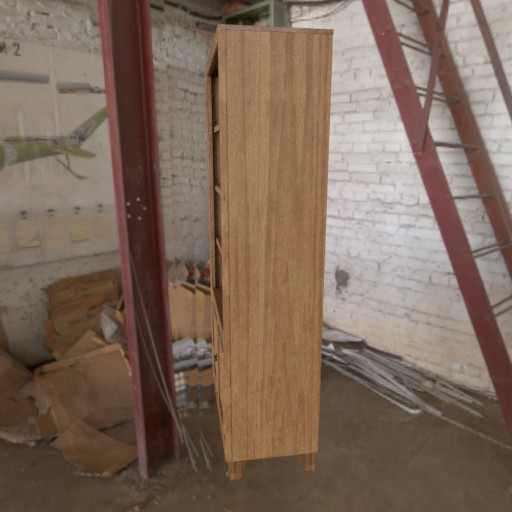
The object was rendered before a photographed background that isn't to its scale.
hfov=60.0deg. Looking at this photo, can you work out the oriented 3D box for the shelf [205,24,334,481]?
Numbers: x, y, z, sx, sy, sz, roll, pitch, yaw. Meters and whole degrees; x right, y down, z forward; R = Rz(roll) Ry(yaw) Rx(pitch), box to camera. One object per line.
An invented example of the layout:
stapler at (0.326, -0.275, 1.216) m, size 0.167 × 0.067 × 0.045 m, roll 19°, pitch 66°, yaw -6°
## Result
shelf at (0.000, 0.000, 2.264) m, size 0.453 × 1.930 × 0.864 m, roll -2°, pitch 13°, yaw -9°
